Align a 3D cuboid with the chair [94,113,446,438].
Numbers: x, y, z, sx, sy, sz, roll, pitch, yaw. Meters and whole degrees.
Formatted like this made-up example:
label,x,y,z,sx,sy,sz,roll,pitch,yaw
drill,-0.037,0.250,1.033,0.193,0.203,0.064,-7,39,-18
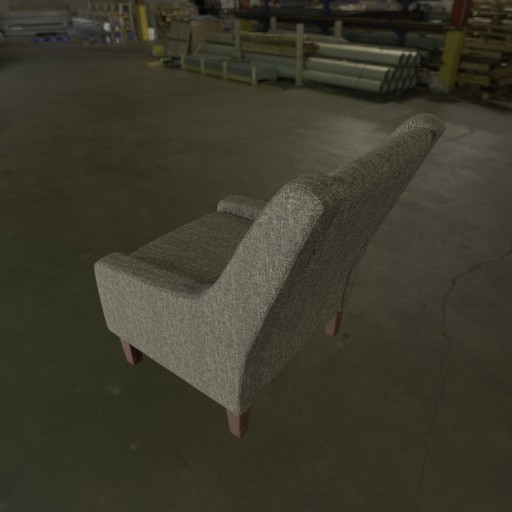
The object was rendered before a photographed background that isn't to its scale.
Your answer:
label,x,y,z,sx,sy,sz,roll,pitch,yaw
chair,0.000,0.000,1.637,0.944,1.012,0.793,22,37,32
